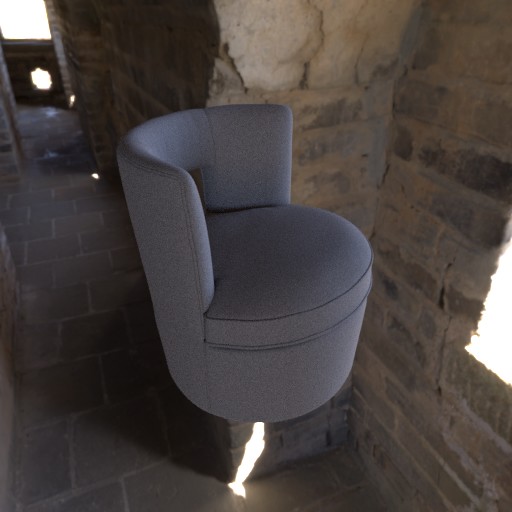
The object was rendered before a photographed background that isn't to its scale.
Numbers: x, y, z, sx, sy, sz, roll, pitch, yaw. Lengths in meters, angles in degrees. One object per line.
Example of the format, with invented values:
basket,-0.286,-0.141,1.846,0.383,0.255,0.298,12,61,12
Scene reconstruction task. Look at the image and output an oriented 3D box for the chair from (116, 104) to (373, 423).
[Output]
chair,0.000,0.000,1.275,0.660,0.719,0.689,11,32,18
